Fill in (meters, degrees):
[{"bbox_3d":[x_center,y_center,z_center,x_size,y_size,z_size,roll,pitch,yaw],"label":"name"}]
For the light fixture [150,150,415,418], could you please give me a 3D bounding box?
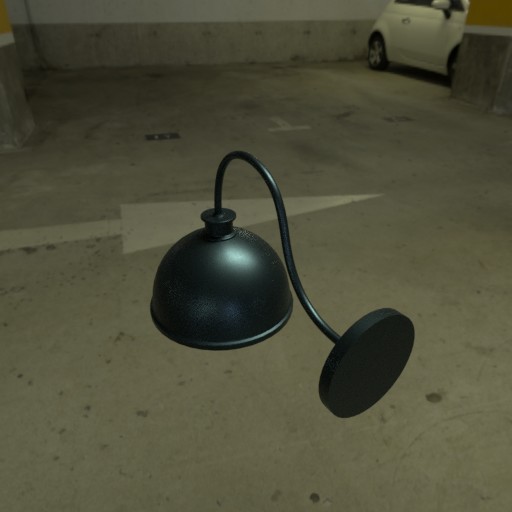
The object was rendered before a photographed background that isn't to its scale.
[{"bbox_3d":[0.000,0.000,0.645,0.253,0.295,0.467,-19,34,-29],"label":"light fixture"}]
